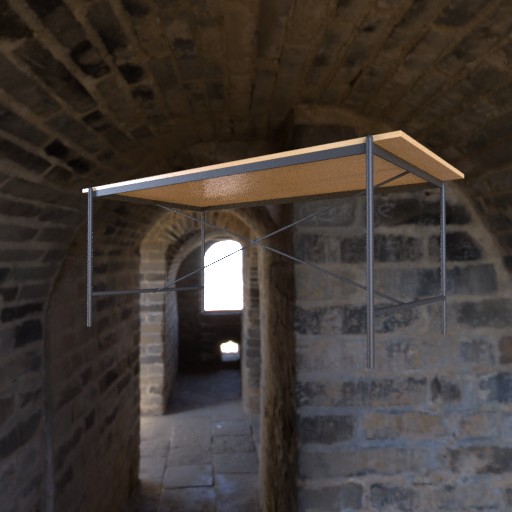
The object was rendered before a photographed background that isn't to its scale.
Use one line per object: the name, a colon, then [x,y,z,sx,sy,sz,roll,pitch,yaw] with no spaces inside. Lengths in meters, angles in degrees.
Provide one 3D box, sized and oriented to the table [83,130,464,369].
table: [0.000,0.000,2.276,1.800,0.758,0.900,-1,-1,37]
